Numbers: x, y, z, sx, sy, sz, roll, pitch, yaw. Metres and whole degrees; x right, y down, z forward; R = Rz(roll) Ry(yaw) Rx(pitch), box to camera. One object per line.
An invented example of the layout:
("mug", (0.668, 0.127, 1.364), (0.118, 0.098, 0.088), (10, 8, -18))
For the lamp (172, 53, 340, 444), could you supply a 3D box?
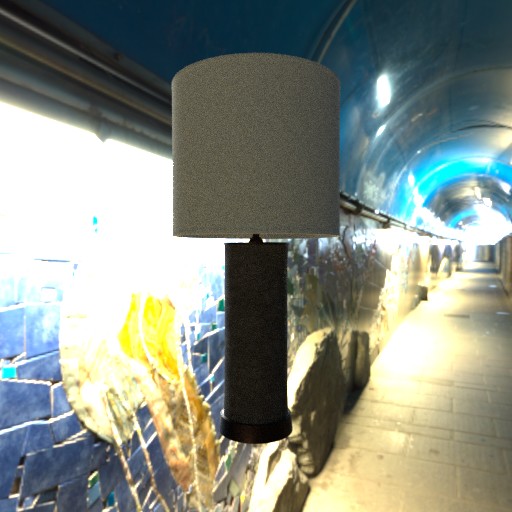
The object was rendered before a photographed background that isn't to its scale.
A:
("lamp", (0.000, 0.000, 0.807), (0.301, 0.630, 0.301), (0, 1, 36))
